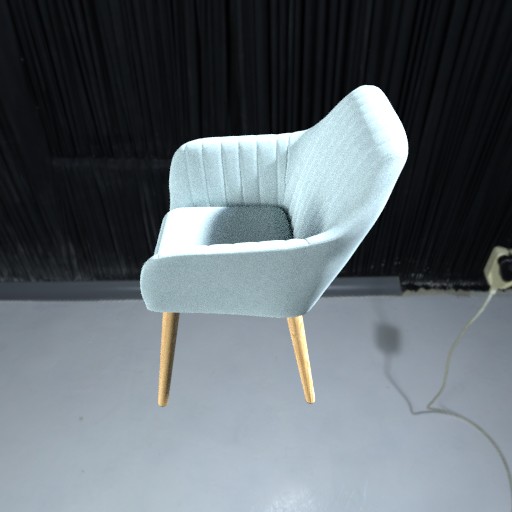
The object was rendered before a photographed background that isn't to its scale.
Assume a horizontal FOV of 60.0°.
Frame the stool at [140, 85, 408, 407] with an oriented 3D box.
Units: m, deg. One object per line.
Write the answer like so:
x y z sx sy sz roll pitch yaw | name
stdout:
0.000 0.000 1.204 0.590 0.830 0.503 0 41 0 | stool
